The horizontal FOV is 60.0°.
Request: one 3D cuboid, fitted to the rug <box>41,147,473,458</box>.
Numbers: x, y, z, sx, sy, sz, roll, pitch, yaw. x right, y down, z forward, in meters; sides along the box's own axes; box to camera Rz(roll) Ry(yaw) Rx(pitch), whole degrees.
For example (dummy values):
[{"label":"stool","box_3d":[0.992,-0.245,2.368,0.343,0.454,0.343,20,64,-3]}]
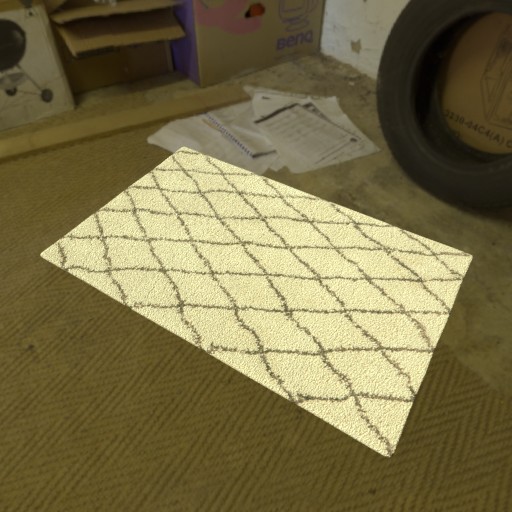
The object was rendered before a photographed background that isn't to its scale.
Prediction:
[{"label":"rug","box_3d":[0.000,0.000,2.936,2.438,0.030,1.524,25,51,21]}]
